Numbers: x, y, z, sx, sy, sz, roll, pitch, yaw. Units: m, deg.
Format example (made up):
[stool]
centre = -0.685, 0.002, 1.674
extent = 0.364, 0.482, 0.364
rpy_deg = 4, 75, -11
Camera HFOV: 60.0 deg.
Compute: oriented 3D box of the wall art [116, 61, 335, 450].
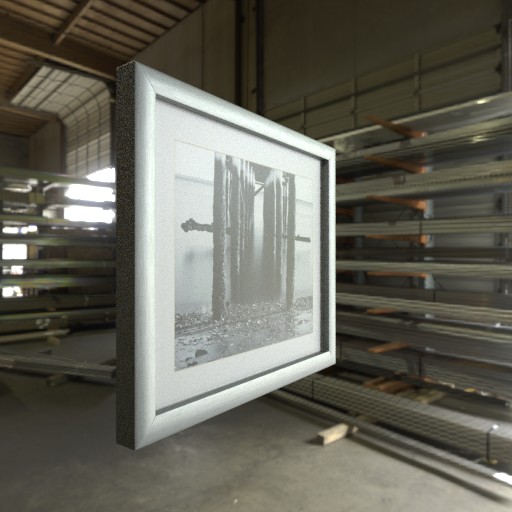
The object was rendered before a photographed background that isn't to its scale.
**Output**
[wall art]
centre = 0.000, 0.000, 0.535
extent = 0.028, 0.330, 0.380
rpy_deg = 0, 0, 36
